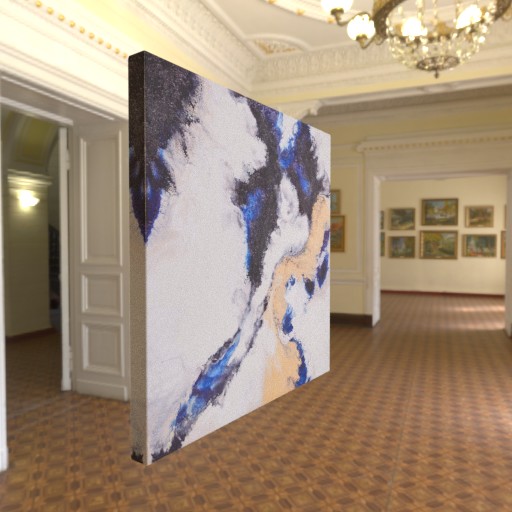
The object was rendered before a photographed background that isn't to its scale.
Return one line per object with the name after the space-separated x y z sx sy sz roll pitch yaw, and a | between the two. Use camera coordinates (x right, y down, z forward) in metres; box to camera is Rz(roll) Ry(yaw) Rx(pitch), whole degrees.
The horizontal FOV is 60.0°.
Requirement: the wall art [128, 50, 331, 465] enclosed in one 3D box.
0.000 0.000 0.904 0.039 0.609 0.609 1 2 35 | wall art
